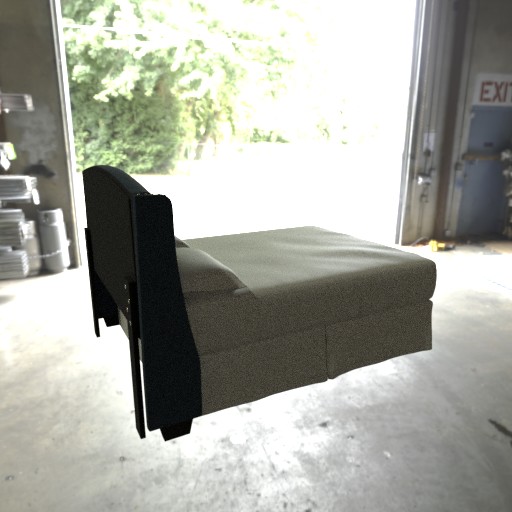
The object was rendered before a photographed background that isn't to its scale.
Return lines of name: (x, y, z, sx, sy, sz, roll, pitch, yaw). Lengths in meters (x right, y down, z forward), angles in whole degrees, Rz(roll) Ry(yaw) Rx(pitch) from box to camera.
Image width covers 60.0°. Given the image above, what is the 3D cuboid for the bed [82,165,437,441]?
bed: (0.000, 0.000, 3.377, 2.237, 1.407, 1.710, -8, 17, -27)
